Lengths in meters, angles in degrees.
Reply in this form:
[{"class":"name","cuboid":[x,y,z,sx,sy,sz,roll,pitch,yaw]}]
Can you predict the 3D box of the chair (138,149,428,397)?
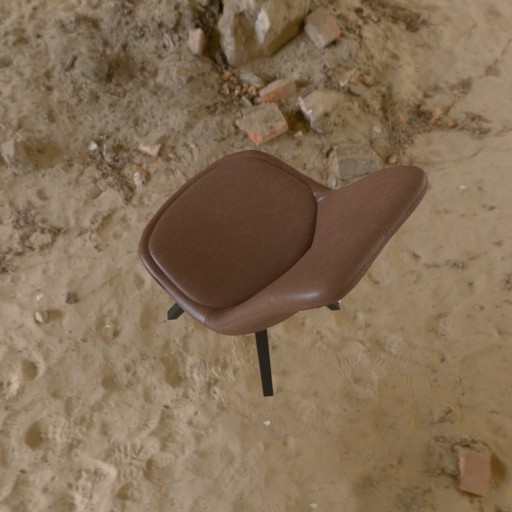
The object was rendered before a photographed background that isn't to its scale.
[{"class":"chair","cuboid":[0.000,0.000,1.142,0.550,0.850,0.475,36,69,16]}]
